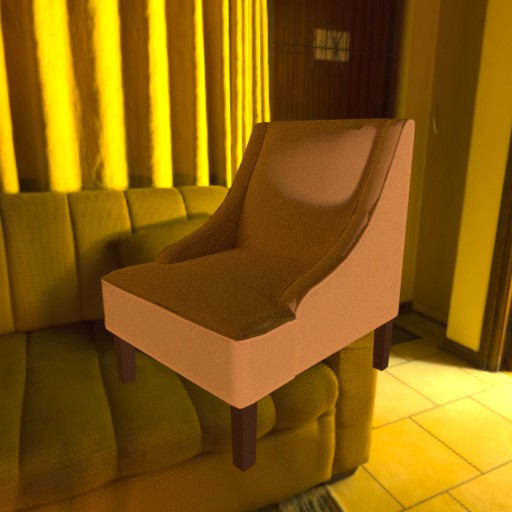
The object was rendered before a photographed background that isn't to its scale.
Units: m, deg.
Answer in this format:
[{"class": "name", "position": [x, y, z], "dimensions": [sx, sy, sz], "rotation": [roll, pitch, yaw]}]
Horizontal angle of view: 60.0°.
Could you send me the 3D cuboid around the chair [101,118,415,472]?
[{"class": "chair", "position": [0.000, 0.000, 1.487], "dimensions": [0.689, 0.886, 0.806], "rotation": [15, 21, 42]}]
